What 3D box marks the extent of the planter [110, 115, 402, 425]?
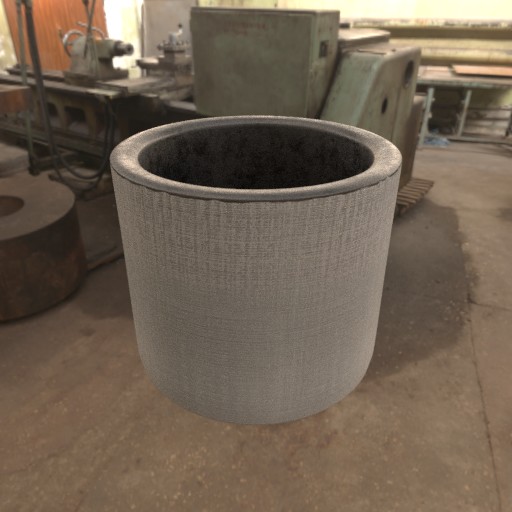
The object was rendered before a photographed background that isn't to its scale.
[{"bbox_3d":[0.000,0.000,0.220,0.125,0.112,0.125,0,29,0],"label":"planter"}]
